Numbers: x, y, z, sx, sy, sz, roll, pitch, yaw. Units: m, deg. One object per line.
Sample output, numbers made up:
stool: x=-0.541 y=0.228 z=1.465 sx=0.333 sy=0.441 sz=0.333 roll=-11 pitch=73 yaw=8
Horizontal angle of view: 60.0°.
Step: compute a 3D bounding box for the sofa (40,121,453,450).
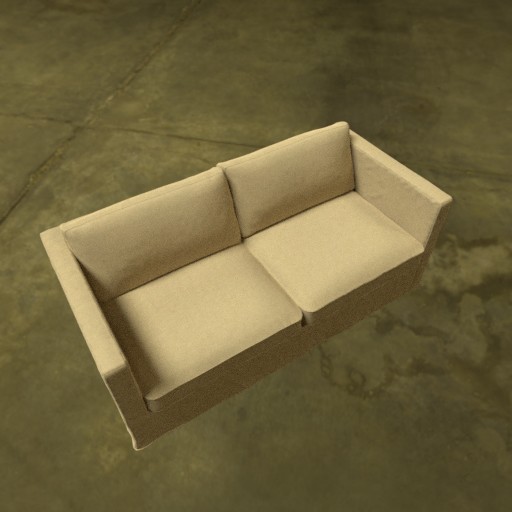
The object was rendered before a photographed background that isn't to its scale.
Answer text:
sofa: x=0.000 y=0.000 z=2.453 sx=1.959 sy=0.835 sz=0.962 roll=-25 pitch=51 yaw=-22
